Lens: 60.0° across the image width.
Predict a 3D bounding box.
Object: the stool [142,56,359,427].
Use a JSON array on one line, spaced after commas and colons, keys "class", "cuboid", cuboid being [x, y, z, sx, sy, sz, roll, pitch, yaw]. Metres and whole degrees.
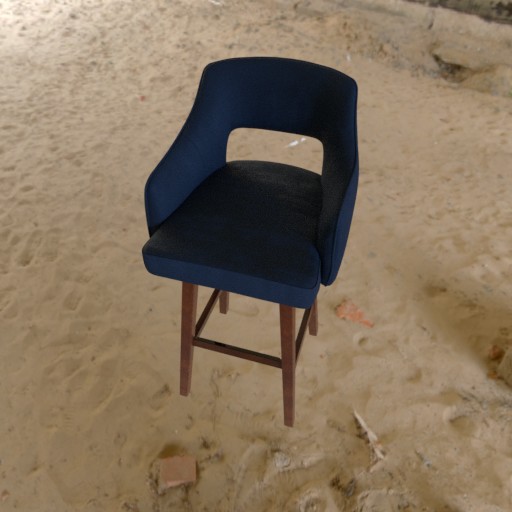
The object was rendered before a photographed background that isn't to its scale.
[{"class": "stool", "cuboid": [0.000, 0.000, 1.405, 0.550, 1.041, 0.560, 12, 43, 13]}]
